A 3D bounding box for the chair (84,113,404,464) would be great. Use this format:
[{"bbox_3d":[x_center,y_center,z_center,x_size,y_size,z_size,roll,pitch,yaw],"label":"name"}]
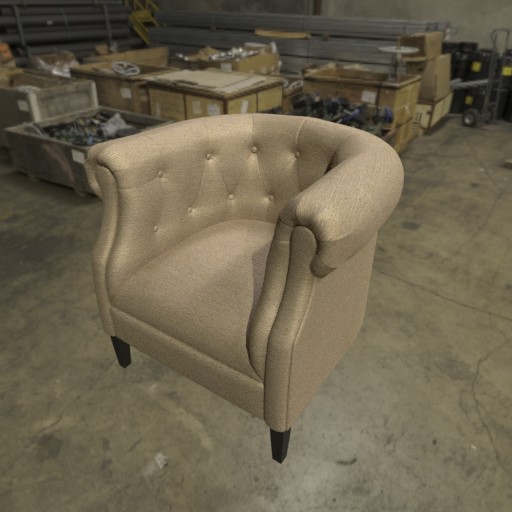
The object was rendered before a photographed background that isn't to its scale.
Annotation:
[{"bbox_3d":[0.000,0.000,1.564,0.905,0.827,0.852,20,36,29],"label":"chair"}]
